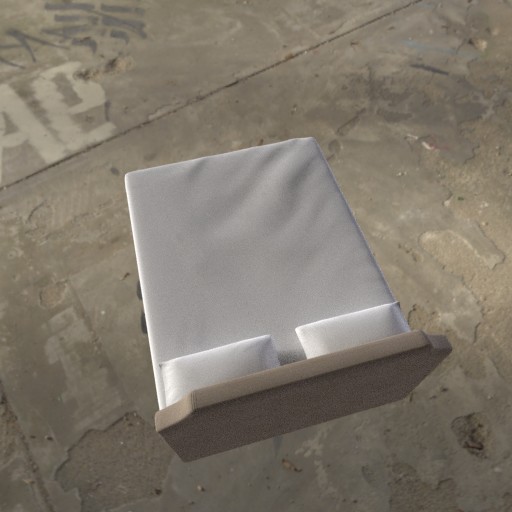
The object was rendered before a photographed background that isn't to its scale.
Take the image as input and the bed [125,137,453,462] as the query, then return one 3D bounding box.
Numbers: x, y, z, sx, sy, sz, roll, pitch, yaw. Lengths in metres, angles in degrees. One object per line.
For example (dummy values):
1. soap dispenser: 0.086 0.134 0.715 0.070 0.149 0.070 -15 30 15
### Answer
1. bed: 0.000 0.000 3.555 1.977 1.293 2.498 -13 58 -8
